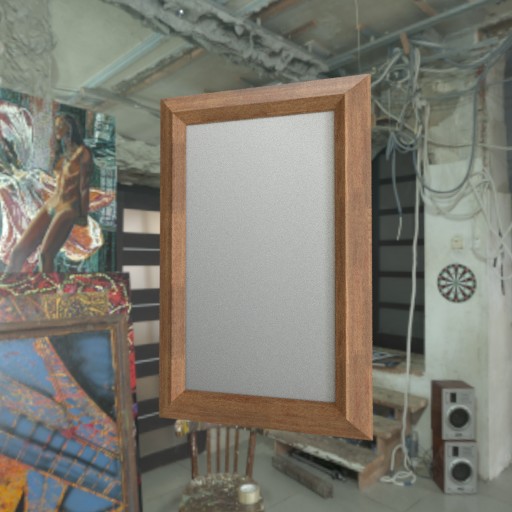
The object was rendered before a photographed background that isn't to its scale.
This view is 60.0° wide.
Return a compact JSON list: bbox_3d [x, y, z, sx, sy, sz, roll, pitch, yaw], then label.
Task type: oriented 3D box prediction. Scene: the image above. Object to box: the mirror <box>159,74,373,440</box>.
[{"bbox_3d":[0.000,0.000,1.291,0.651,1.010,0.047,0,-1,17],"label":"mirror"}]
